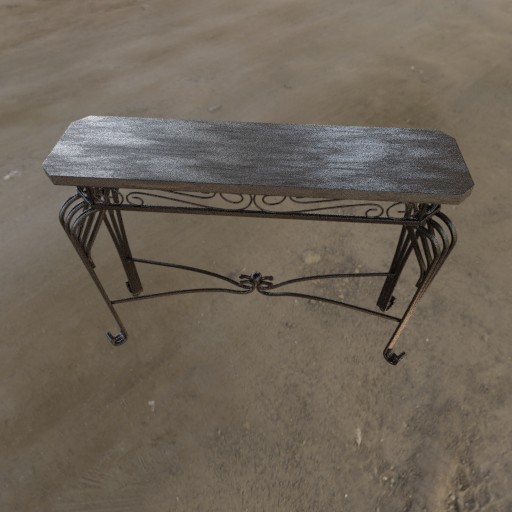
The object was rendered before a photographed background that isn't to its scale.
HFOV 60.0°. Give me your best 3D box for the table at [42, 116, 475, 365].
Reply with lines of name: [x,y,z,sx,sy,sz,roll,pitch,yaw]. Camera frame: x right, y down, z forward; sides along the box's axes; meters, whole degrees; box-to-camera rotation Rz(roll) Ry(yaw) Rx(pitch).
table: [0.000,0.000,1.457,1.112,0.800,0.329,3,47,3]
